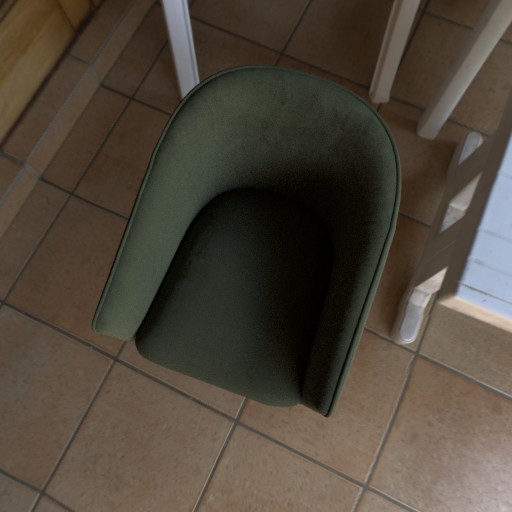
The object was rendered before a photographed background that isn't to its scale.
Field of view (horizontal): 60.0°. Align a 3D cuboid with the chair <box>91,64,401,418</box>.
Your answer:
[{"bbox_3d":[0.000,0.000,1.469,0.747,0.799,0.875,19,75,5],"label":"chair"}]
